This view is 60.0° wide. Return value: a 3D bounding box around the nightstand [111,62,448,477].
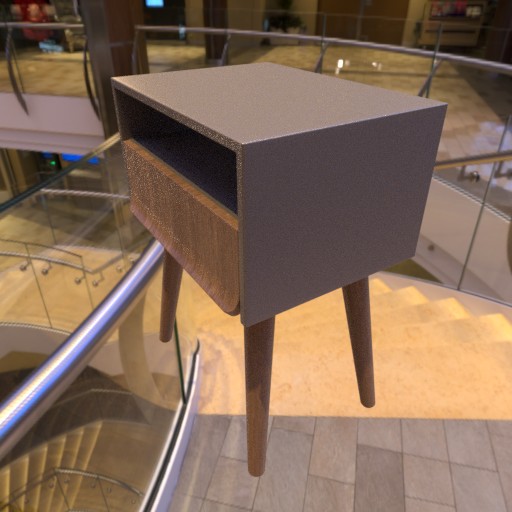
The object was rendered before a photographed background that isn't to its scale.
[{"bbox_3d":[0.000,0.000,0.708,0.288,0.508,0.370,-19,36,-28],"label":"nightstand"}]
